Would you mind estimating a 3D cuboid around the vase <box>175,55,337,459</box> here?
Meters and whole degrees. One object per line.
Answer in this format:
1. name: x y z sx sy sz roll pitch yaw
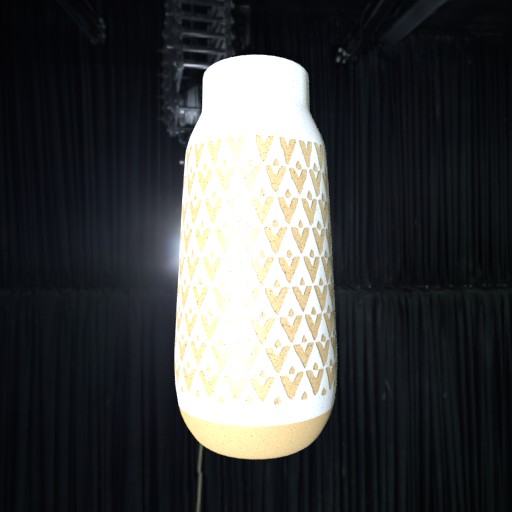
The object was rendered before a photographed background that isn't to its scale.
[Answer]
1. vase: 0.000 0.000 0.381 0.137 0.307 0.137 0 0 0
